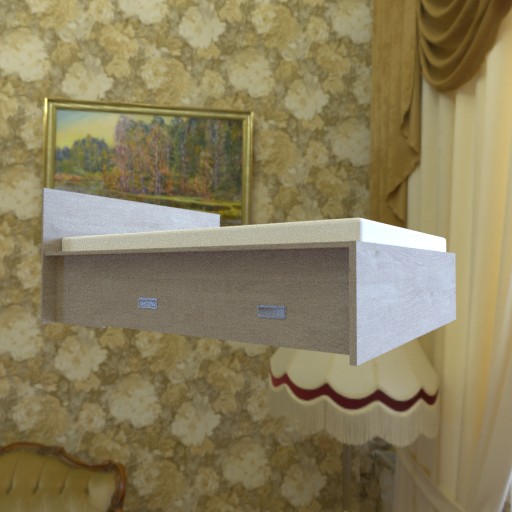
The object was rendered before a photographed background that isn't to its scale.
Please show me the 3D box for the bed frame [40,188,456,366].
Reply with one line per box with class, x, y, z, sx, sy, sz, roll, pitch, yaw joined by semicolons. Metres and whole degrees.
bed frame;0.000;0.000;2.718;1.960;0.800;1.622;-1;-2;35
